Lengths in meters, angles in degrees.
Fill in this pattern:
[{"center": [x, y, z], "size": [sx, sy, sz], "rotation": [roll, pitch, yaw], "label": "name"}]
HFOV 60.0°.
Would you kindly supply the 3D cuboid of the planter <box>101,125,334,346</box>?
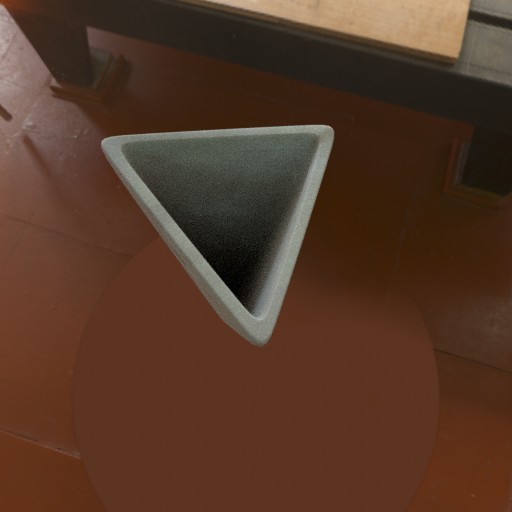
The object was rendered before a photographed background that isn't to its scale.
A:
[{"center": [0.000, 0.000, 0.276], "size": [0.081, 0.224, 0.101], "rotation": [-38, 78, -10], "label": "planter"}]
